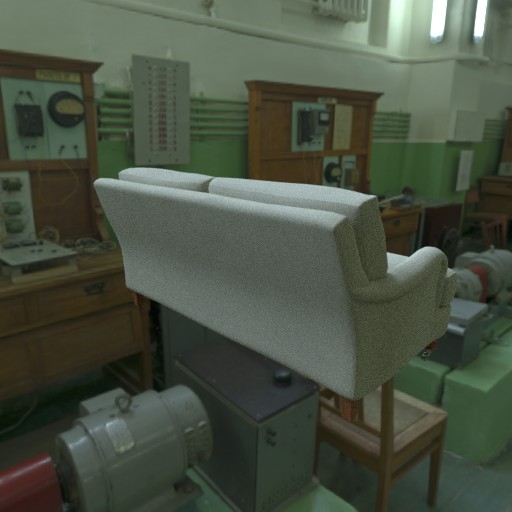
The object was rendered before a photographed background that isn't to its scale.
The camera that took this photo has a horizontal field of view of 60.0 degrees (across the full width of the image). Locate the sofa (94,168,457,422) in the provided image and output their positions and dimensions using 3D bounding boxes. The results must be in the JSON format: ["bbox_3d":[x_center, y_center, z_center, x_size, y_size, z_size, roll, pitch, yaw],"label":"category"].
[{"bbox_3d":[0.000,0.000,2.691,1.091,0.997,2.070,-14,21,-41],"label":"sofa"}]
